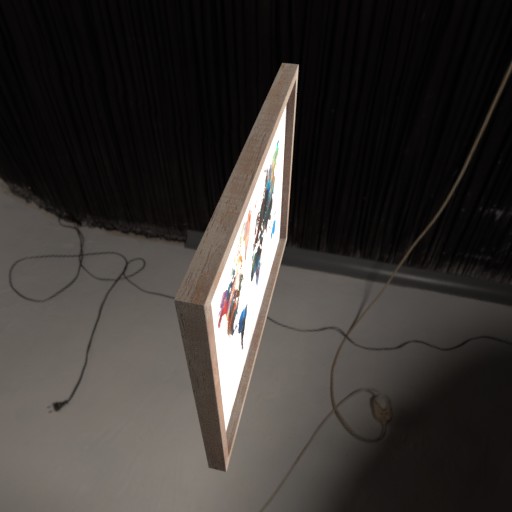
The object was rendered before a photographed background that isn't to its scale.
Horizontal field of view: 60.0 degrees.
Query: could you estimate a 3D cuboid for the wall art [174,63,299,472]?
[{"bbox_3d":[0.000,0.000,1.778,0.070,1.009,1.320,9,46,9],"label":"wall art"}]
